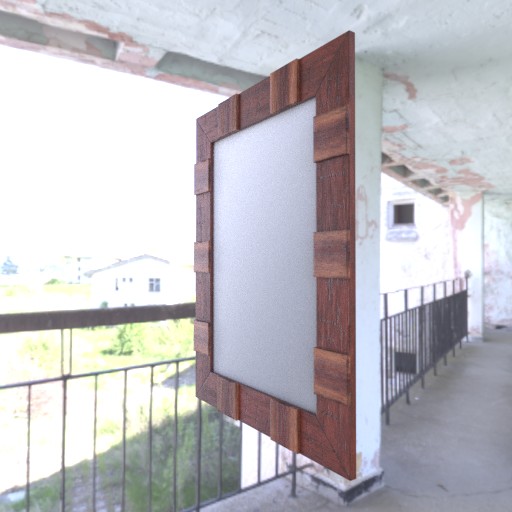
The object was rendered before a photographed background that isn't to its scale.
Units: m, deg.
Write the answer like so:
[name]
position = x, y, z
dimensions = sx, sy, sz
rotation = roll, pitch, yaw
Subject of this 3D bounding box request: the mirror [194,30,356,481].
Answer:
[mirror]
position = 0.000, 0.000, 1.039
dimensions = 0.021, 0.805, 0.600
rotation = 1, -1, -35
